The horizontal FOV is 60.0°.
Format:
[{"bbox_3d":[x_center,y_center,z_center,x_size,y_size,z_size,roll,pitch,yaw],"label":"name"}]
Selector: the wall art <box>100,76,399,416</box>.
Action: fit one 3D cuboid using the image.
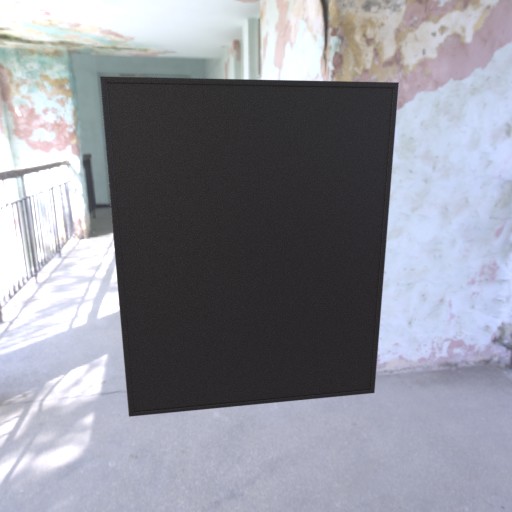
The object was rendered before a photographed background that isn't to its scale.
[{"bbox_3d":[0.000,0.000,0.744,0.451,0.551,0.028,-2,15,-9],"label":"wall art"}]
